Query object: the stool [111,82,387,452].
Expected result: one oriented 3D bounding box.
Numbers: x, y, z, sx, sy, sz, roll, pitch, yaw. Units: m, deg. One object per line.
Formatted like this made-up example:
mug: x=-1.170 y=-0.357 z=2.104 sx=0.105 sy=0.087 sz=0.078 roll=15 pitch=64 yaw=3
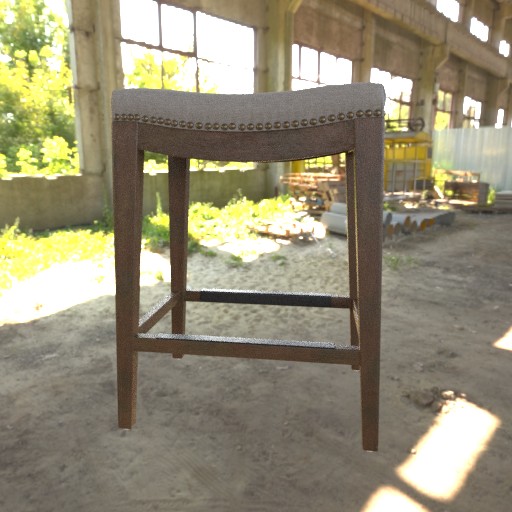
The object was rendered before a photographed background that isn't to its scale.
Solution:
stool: x=0.000 y=0.000 z=0.959 sx=0.508 sy=0.660 sz=0.356 roll=2 pitch=12 yaw=8
